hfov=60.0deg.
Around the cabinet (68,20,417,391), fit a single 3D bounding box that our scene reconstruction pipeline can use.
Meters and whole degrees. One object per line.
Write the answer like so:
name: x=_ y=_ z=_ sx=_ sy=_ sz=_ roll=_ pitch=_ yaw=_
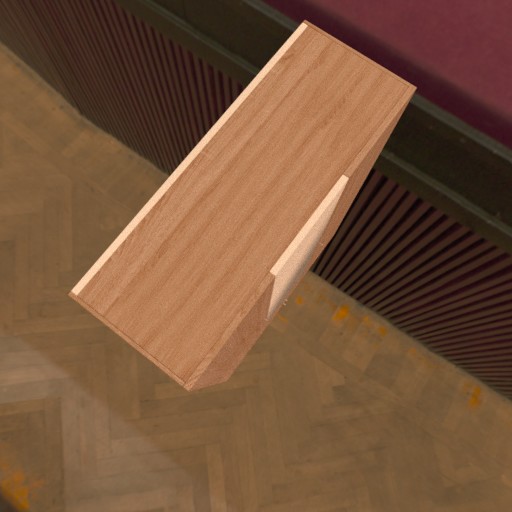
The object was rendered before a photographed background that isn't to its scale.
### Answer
cabinet: x=0.000 y=0.000 z=2.743 sx=0.590 sy=2.120 sz=1.500 roll=36 pitch=78 yaw=9
